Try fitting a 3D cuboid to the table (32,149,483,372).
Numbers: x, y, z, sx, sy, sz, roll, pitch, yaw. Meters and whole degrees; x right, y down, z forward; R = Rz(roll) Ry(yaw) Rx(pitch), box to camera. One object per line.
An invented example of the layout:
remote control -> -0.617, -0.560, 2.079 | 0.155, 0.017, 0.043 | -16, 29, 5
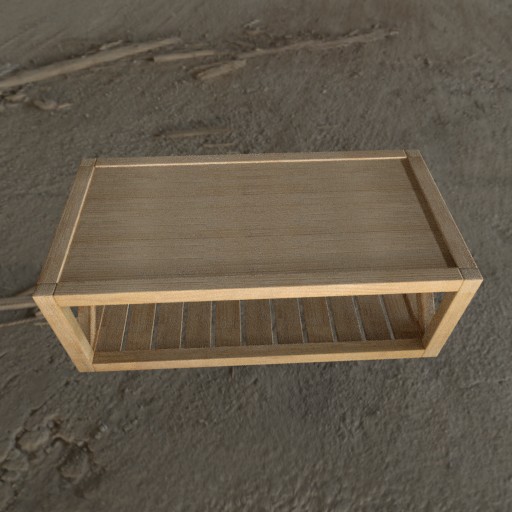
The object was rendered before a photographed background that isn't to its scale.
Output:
table -> 0.000, 0.000, 1.670 | 1.321, 0.457, 0.660 | -2, 48, -2
